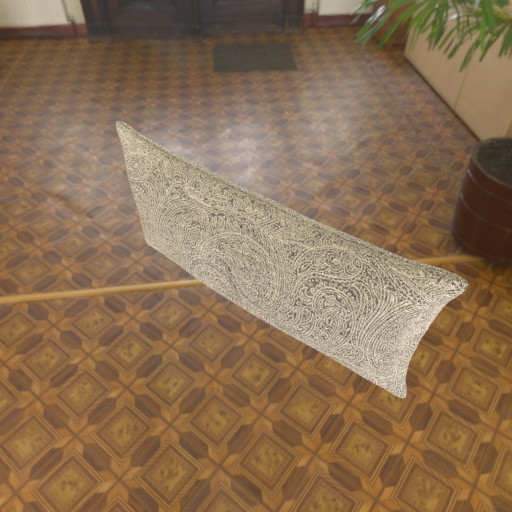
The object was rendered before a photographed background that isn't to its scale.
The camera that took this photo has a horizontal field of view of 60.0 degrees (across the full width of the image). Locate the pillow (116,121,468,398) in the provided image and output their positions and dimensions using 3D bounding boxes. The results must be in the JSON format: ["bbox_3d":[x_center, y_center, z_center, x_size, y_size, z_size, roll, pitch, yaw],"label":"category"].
[{"bbox_3d":[0.000,0.000,0.745,0.615,0.295,0.151,29,52,25],"label":"pillow"}]
